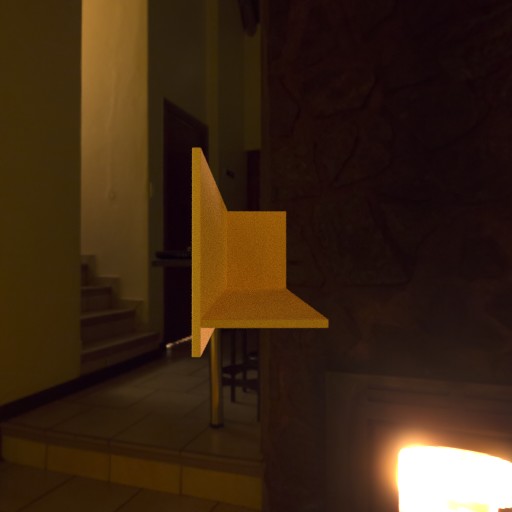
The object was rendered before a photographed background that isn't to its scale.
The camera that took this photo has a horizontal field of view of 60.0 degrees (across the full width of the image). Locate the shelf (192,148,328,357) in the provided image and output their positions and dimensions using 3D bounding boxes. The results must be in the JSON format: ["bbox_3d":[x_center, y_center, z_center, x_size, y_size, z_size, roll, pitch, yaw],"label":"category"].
[{"bbox_3d":[0.000,0.000,1.145,0.200,0.300,1.020,0,-1,-1],"label":"shelf"}]
